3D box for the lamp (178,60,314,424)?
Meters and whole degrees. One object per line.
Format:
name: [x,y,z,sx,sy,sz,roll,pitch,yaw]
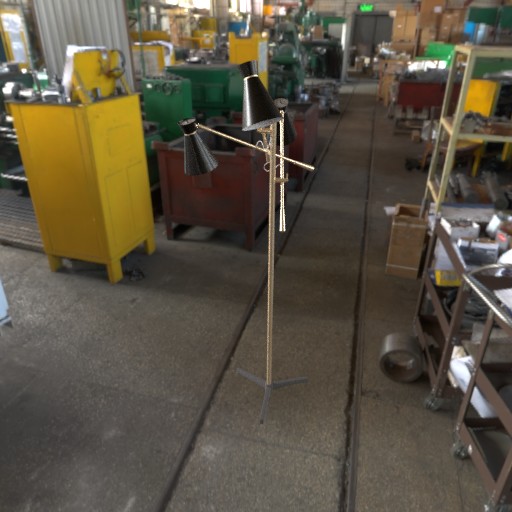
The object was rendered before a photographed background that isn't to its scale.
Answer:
lamp: [0.000,0.000,2.189,0.653,1.804,0.750,-9,29,-17]
